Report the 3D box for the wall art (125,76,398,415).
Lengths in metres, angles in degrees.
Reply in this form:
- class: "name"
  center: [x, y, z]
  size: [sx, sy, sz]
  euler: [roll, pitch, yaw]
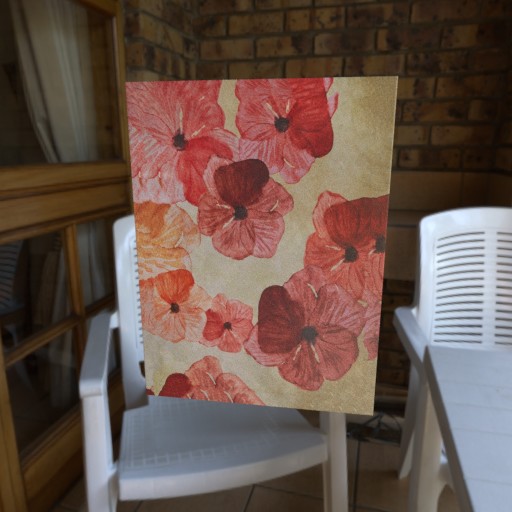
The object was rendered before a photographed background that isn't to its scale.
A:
- class: "wall art"
  center: [0.000, 0.000, 1.363]
  size: [0.762, 1.015, 0.031]
  euler: [2, 15, 9]
